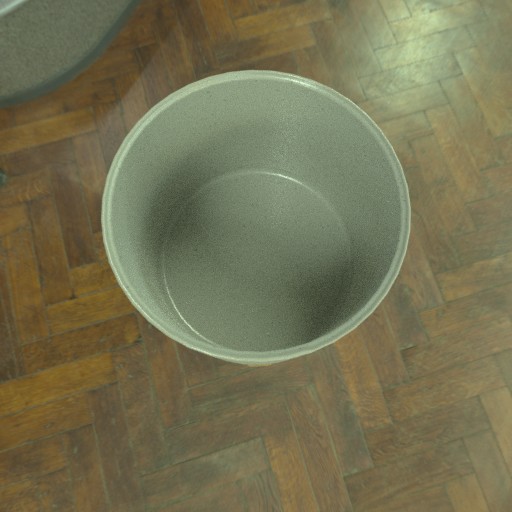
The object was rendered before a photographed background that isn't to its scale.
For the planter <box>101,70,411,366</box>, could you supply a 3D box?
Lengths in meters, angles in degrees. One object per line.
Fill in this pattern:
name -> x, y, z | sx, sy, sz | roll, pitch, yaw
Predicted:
planter -> 0.000, 0.000, 0.271 | 0.130, 0.178, 0.130 | 0, 76, 0
